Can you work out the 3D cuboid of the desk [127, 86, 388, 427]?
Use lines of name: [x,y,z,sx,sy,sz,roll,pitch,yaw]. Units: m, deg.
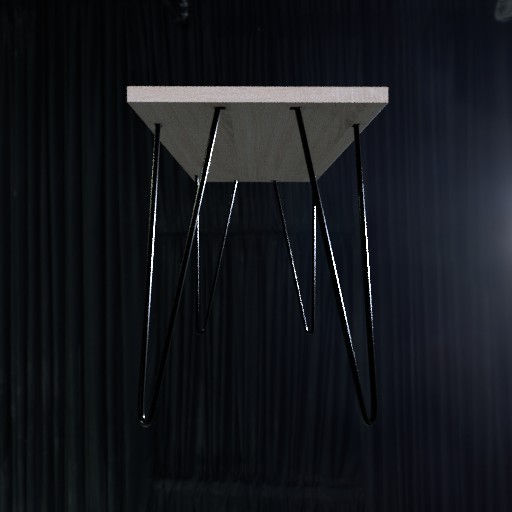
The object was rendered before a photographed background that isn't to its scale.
desk: [0.000,0.000,1.346,0.499,0.660,0.991,0,1,0]
